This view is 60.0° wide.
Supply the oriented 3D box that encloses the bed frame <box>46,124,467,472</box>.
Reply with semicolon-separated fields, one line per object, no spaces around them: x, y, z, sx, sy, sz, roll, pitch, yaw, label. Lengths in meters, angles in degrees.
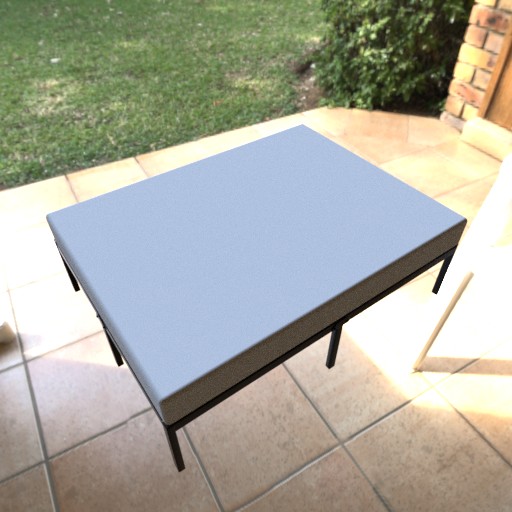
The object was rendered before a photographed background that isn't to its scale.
0.000;0.000;2.878;2.072;0.659;1.557;-26;49;-25;bed frame
